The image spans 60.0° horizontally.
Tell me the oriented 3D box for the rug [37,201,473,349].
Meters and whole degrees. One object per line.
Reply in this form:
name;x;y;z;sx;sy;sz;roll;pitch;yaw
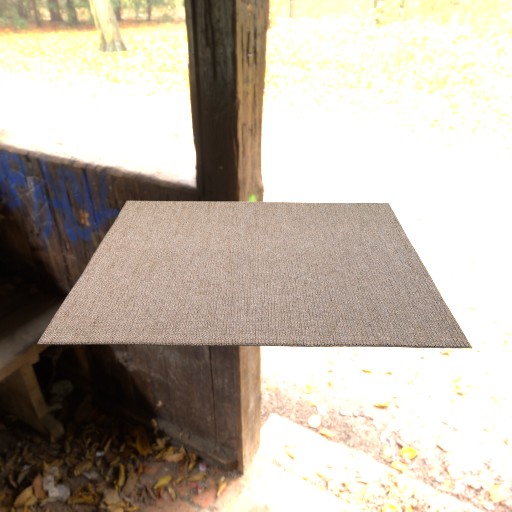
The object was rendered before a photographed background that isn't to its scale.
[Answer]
rug;0.000;0.000;4.104;3.034;0.012;2.406;0;31;1
